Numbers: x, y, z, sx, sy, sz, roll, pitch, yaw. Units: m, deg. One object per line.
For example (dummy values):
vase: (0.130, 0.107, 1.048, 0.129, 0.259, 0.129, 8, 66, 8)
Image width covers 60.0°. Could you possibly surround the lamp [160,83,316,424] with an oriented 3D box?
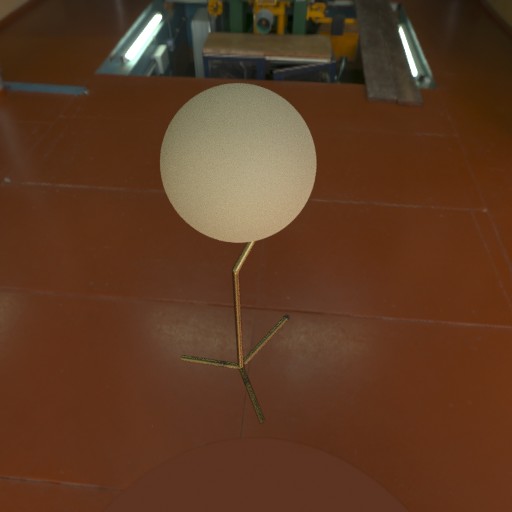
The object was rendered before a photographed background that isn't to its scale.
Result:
lamp: (0.000, 0.000, 0.685, 0.210, 0.552, 0.251, 31, 53, 26)
